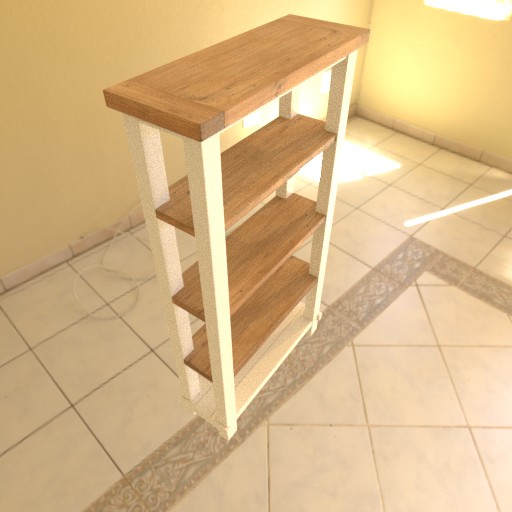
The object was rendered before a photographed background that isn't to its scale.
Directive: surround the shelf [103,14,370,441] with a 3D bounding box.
[{"bbox_3d":[0.000,0.000,2.162,0.381,1.878,1.022,26,48,26],"label":"shelf"}]
